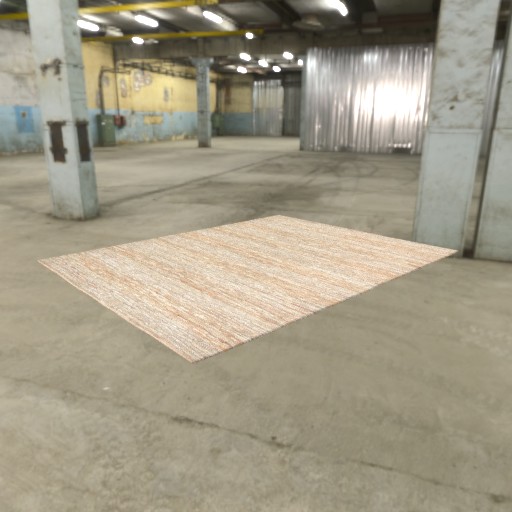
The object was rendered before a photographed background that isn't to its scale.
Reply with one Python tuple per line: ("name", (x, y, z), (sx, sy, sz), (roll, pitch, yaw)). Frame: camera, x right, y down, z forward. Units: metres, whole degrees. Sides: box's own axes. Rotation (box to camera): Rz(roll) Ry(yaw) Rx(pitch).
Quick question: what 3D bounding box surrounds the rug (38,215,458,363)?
("rug", (0.000, 0.000, 3.897), (2.939, 0.009, 2.313), (-15, 22, -41))
